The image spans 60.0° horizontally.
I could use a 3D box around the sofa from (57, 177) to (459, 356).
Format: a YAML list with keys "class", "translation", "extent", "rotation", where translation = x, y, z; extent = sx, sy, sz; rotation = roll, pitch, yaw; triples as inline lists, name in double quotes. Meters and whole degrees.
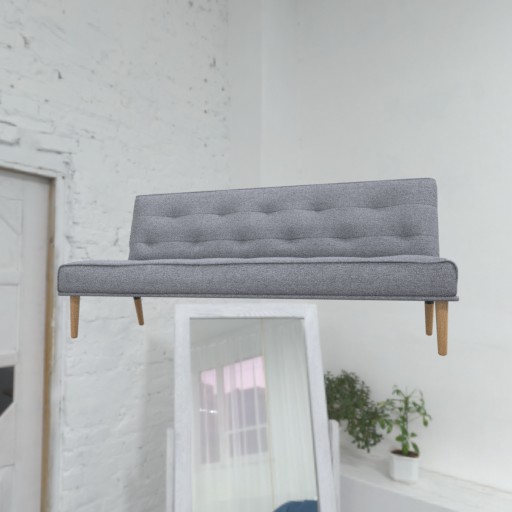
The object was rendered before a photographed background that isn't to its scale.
- class: "sofa"
  translation: [0.000, 0.000, 2.289]
  extent: [1.820, 0.830, 0.810]
  rotation: [-1, -3, 17]
